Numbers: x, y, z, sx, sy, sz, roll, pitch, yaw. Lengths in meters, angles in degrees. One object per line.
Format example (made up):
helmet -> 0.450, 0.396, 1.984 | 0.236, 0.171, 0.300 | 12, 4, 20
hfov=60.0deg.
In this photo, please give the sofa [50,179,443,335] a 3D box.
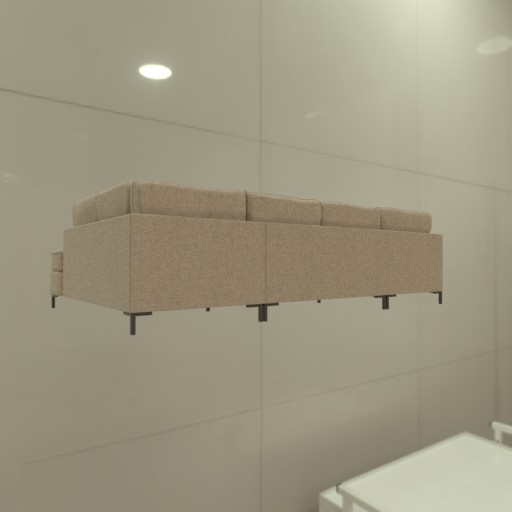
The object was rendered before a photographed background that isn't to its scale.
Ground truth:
sofa -> 0.000, 0.000, 4.433 | 3.423, 0.996, 2.021 | 1, -1, -36
